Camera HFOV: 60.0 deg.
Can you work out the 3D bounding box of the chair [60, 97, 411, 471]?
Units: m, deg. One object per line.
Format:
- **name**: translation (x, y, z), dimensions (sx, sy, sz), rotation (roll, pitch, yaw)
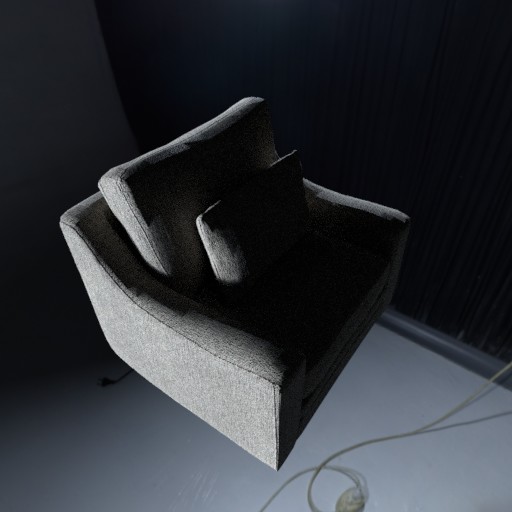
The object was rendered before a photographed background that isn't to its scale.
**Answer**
- **chair**: translation (0.000, 0.000, 1.951), dimensions (1.009, 1.037, 1.138), rotation (25, 46, 26)
